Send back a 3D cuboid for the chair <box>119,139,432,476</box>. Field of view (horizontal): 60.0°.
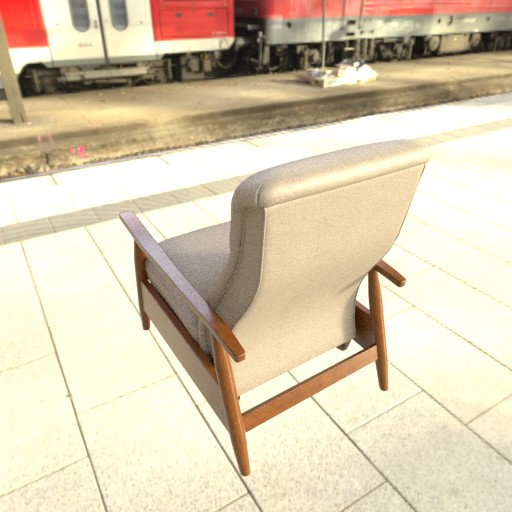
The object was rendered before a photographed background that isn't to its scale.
[{"bbox_3d":[0.000,0.000,1.784,0.762,1.082,1.032,-19,35,-28],"label":"chair"}]
